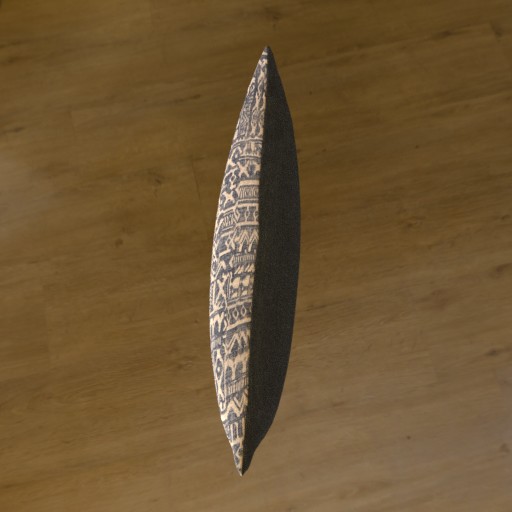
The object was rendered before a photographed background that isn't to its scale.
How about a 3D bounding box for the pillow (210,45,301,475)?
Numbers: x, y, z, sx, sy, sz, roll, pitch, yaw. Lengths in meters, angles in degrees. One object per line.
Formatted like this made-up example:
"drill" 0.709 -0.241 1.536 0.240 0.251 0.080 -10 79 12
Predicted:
"pillow" 0.000 0.000 0.740 0.148 0.292 0.631 3 74 1
